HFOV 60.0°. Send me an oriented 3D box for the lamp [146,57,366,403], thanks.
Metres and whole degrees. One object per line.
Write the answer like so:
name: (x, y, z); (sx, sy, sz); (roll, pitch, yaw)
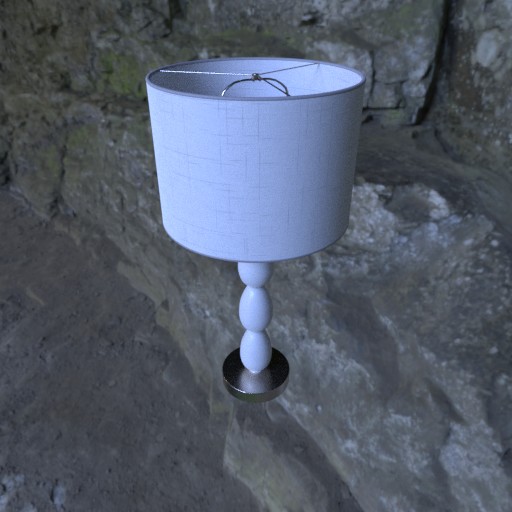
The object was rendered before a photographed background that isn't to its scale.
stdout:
lamp: (0.000, 0.000, 0.723); (0.282, 0.559, 0.280); (-9, 33, -14)
